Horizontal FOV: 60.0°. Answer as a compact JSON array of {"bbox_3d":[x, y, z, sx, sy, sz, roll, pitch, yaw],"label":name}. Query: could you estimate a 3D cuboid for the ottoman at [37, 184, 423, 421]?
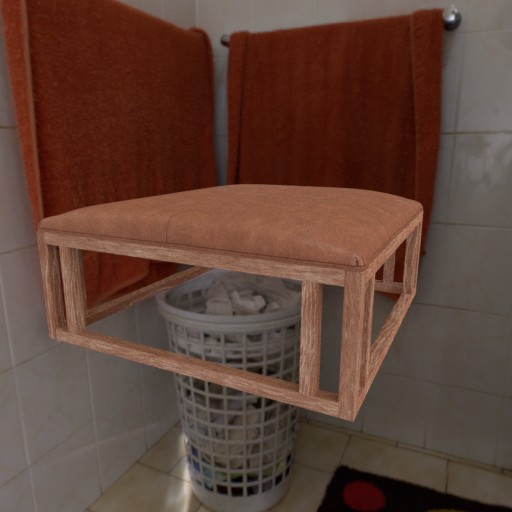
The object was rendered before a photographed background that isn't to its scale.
[{"bbox_3d":[0.000,0.000,1.612,1.013,0.442,1.016,7,16,26],"label":"ottoman"}]
